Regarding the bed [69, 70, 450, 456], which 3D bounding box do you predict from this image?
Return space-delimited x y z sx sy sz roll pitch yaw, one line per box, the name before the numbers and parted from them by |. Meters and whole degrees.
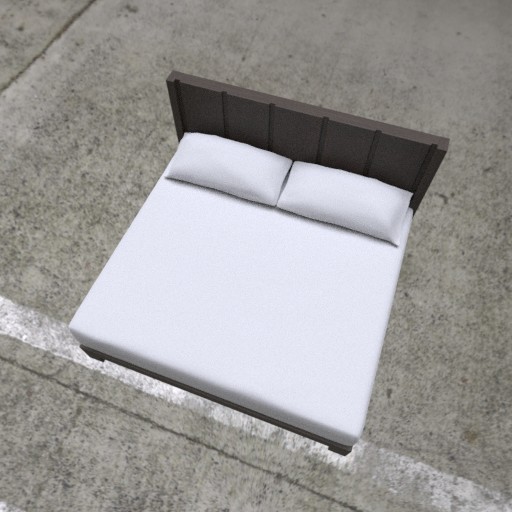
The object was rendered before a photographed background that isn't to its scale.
bed | 0.000 0.000 3.335 2.134 1.270 2.012 18 61 10
